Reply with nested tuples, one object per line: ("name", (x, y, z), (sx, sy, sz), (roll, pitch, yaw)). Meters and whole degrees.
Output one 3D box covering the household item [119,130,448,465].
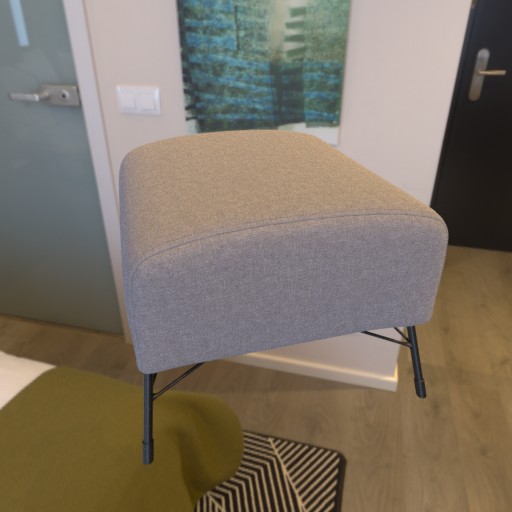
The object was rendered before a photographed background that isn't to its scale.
("household item", (0.000, 0.000, 0.900), (0.530, 0.410, 0.530), (-8, 30, -14))
